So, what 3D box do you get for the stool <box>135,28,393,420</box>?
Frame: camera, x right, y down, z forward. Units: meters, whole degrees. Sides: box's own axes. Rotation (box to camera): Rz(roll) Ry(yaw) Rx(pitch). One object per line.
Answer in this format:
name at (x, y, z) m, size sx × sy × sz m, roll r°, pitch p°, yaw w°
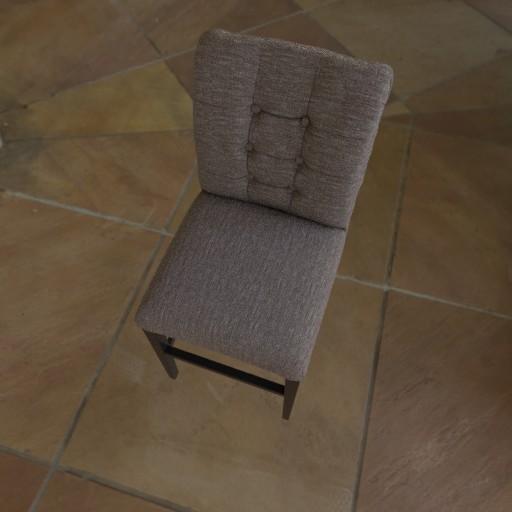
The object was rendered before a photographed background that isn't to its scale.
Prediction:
stool at (0.000, 0.000, 1.258) m, size 0.457 × 0.970 × 0.611 m, roll 17°, pitch 60°, yaw 10°
